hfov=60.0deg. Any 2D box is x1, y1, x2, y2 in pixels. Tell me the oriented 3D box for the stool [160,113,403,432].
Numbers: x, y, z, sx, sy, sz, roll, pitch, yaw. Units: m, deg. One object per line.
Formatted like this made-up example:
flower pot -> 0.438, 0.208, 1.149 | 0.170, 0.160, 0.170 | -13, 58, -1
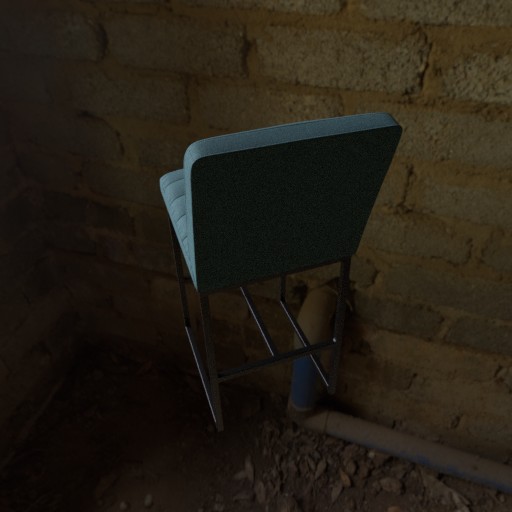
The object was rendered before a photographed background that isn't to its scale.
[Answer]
stool -> 0.000, 0.000, 1.369 | 0.460, 1.040, 0.560 | -13, 41, -15
